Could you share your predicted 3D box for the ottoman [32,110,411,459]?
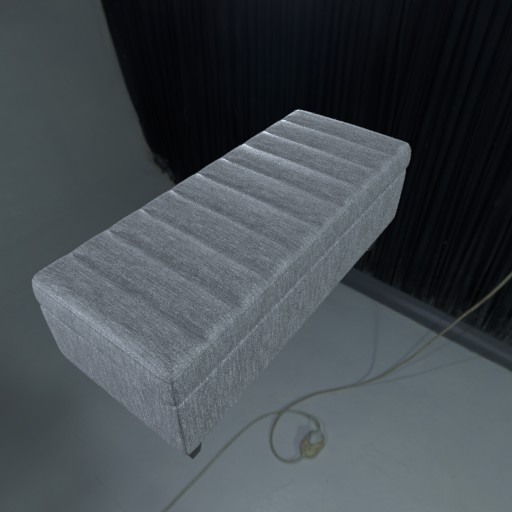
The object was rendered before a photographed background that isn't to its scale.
[{"bbox_3d":[0.000,0.000,1.396,0.482,0.469,1.151,27,49,26],"label":"ottoman"}]
